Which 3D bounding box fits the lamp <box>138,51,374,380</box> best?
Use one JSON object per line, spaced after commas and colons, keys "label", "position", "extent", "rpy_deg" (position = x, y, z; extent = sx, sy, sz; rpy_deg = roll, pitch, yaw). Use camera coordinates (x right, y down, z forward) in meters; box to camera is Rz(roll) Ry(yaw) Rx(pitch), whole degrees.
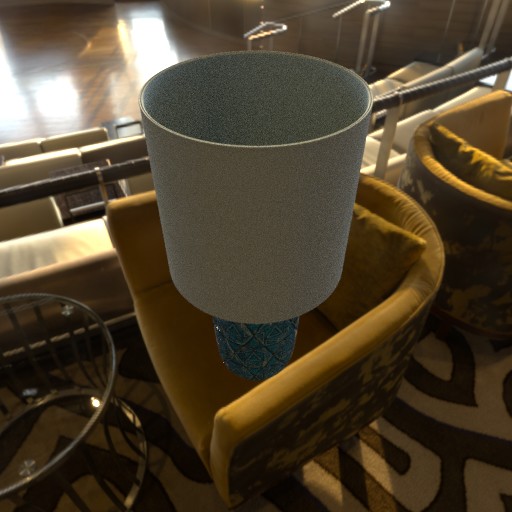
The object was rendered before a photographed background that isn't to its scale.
{"label": "lamp", "position": [0.000, 0.000, 0.498], "extent": [0.193, 0.377, 0.193], "rpy_deg": [-27, 49, -26]}
